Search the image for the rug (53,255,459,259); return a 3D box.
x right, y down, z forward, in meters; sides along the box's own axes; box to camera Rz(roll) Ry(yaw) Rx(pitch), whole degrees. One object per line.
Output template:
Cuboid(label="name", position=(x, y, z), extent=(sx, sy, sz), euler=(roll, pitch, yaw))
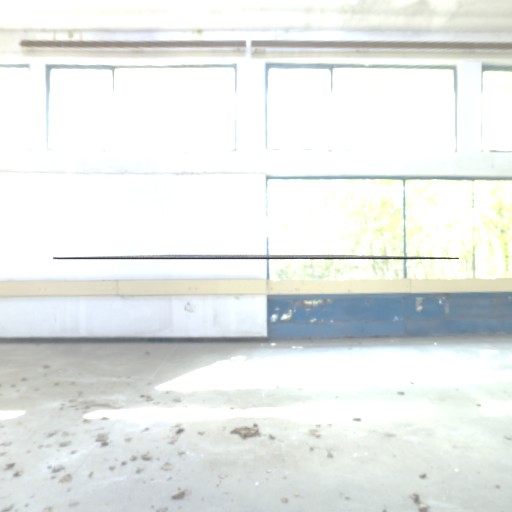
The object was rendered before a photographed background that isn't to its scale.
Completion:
Cuboid(label="rug", position=(0.000, 0.000, 3.673), extent=(2.053, 0.011, 2.940), euler=(0, 0, 0))
